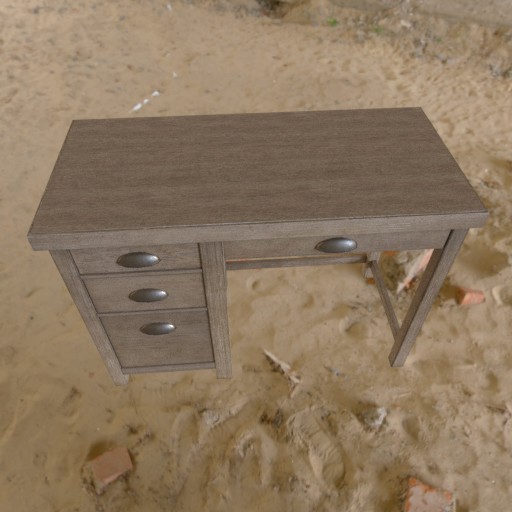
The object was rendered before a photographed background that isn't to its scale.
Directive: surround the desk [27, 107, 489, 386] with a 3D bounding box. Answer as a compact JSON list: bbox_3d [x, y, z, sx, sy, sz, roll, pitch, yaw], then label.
[{"bbox_3d":[0.000,0.000,1.766,1.289,0.912,0.610,-3,47,-3],"label":"desk"}]
